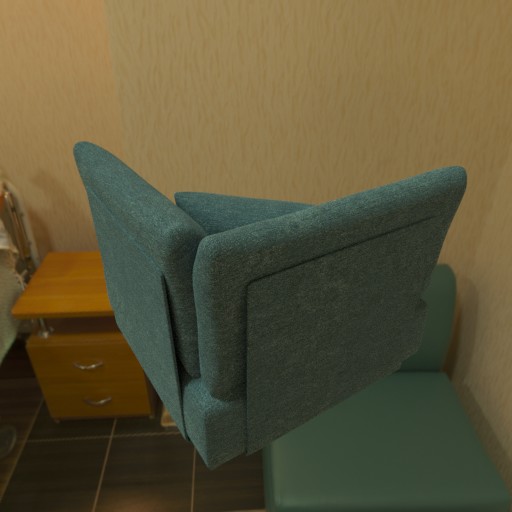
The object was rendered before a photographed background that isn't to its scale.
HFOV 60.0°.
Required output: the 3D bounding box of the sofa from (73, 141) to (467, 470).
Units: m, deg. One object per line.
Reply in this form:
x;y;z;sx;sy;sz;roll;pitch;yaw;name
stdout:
0.000;0.000;1.713;1.000;0.820;1.000;-18;35;-28;sofa
